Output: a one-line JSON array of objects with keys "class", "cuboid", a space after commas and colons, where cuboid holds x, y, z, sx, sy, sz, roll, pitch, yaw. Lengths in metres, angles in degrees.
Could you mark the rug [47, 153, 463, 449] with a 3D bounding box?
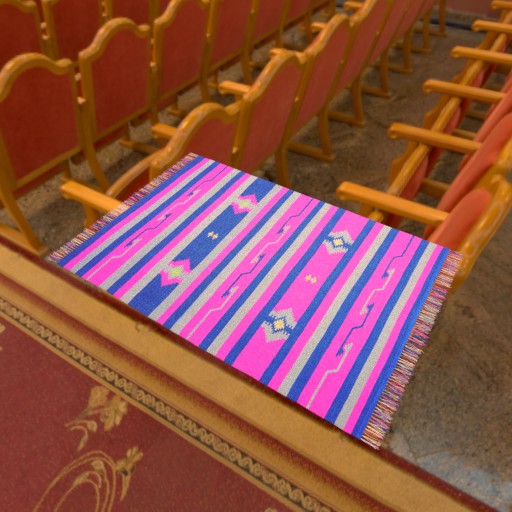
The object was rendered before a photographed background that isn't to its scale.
[{"class": "rug", "cuboid": [0.000, 0.000, 2.946, 2.350, 0.013, 1.539, 24, 50, 22]}]
